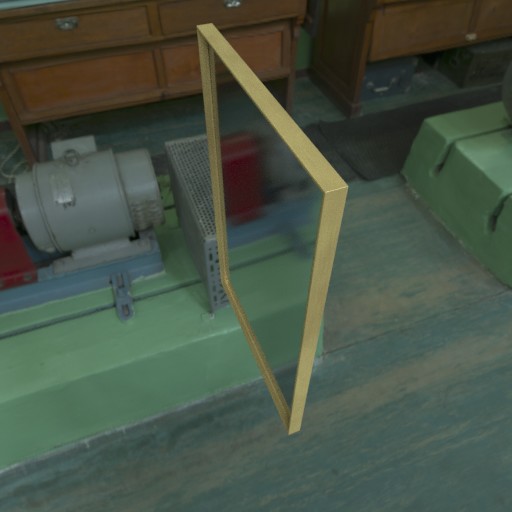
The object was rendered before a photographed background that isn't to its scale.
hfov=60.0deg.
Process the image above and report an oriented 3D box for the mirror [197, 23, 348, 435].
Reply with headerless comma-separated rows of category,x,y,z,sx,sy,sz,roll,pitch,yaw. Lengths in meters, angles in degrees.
mirror,0.000,0.000,1.139,0.041,0.915,0.609,-17,51,-14
